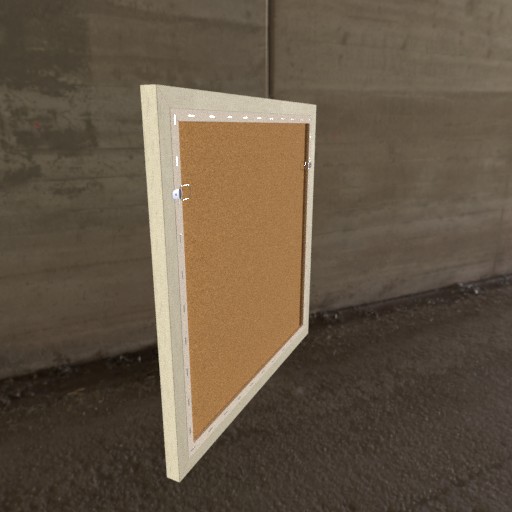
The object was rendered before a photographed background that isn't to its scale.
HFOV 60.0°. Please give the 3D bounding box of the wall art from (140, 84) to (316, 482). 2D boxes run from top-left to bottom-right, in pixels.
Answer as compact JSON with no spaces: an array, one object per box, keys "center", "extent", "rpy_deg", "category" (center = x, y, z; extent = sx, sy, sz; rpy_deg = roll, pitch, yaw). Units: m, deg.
[{"center":[0.000,0.000,1.511],"extent":[0.045,1.016,1.016],"rpy_deg":[8,18,25],"category":"wall art"}]
